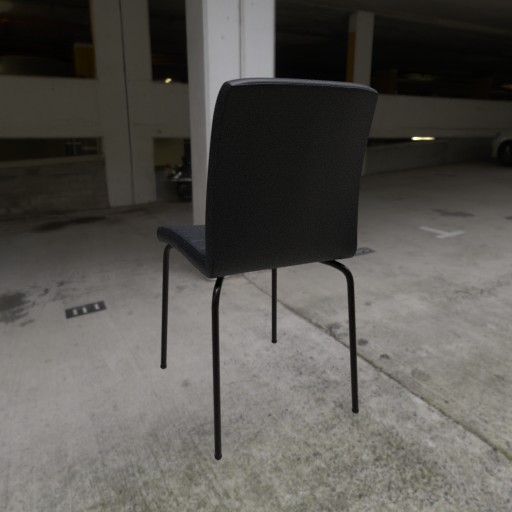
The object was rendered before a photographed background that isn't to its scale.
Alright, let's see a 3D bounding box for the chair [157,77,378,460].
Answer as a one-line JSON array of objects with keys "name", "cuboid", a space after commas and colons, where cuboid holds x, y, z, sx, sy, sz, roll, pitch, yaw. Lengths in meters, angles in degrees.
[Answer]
[{"name": "chair", "cuboid": [0.000, 0.000, 1.245, 0.450, 0.872, 0.572, -7, 17, -25]}]
